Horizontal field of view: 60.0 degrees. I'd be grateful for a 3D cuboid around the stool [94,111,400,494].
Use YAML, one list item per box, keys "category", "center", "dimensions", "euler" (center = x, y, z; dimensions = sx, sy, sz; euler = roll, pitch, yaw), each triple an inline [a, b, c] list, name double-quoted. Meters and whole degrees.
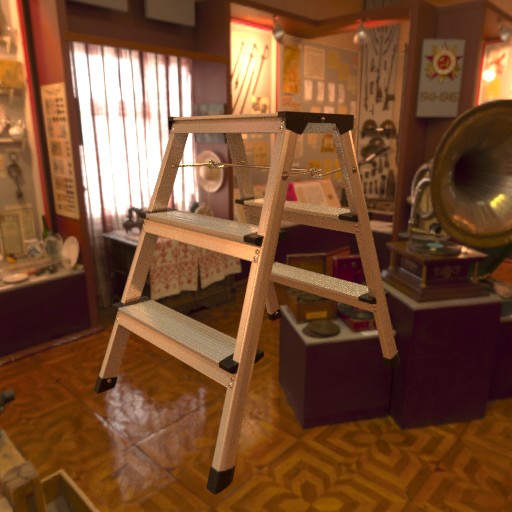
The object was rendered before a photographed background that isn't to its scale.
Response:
- category: "stool"
  center: [0.000, 0.000, 1.001]
  dimensions: [0.622, 0.605, 0.437]
  euler: [-15, 21, -43]
